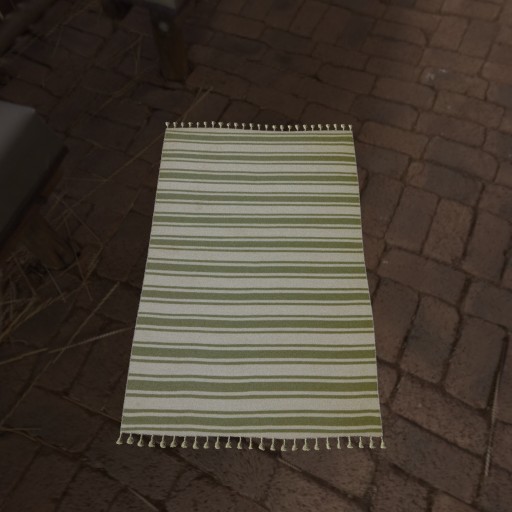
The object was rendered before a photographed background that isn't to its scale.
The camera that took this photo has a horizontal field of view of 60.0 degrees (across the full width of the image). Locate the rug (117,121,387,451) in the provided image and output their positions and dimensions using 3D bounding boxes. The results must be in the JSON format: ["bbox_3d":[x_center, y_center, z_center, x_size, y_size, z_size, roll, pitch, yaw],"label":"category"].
[{"bbox_3d":[0.000,0.000,2.330,1.162,0.013,1.875,1,63,1],"label":"rug"}]
